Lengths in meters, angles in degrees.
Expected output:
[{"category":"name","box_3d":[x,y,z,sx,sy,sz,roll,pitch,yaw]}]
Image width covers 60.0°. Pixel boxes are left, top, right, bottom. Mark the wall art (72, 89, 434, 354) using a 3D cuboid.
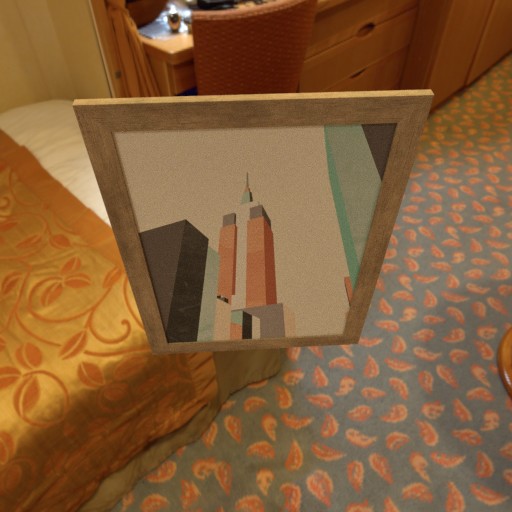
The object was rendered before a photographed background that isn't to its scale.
[{"category":"wall art","box_3d":[0.000,0.000,0.907,0.534,0.686,0.018,-2,47,-2]}]
